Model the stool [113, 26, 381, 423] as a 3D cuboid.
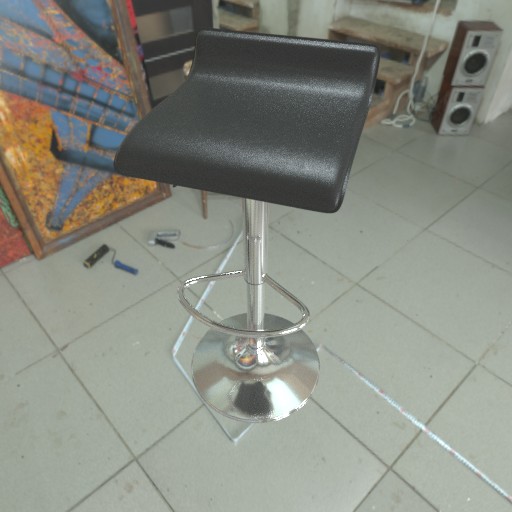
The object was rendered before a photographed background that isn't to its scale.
[{"bbox_3d":[0.000,0.000,1.026,0.381,0.851,0.381,12,44,13],"label":"stool"}]
